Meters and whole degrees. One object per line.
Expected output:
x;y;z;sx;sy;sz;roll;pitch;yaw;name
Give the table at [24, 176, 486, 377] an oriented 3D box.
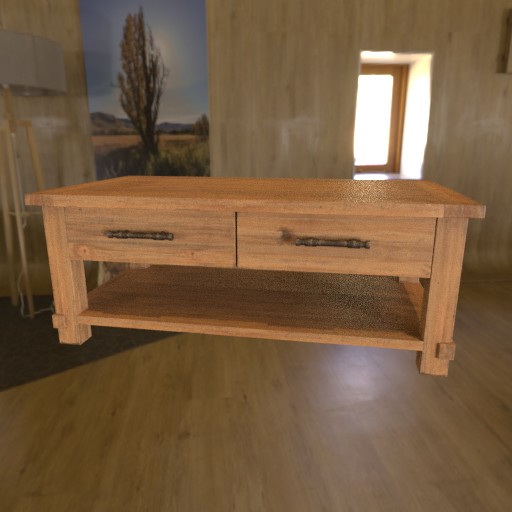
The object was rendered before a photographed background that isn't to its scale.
0.000;0.000;1.578;1.270;0.494;0.693;3;15;10;table
